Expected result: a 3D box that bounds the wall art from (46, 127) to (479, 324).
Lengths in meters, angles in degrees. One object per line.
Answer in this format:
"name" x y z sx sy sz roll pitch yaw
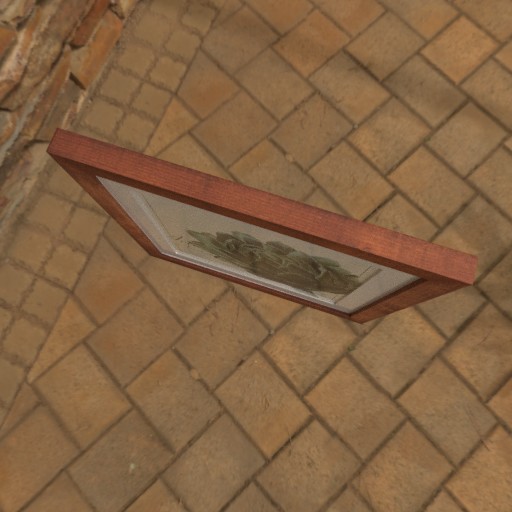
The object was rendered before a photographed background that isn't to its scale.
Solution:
"wall art" 0.000 0.000 0.829 0.554 0.572 0.037 18 77 4
